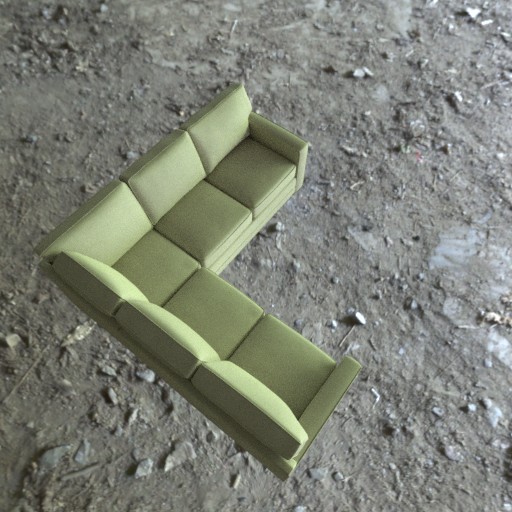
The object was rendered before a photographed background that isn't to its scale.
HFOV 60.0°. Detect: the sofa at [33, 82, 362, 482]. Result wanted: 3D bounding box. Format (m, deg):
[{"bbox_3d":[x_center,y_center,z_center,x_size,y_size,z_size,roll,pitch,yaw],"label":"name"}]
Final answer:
[{"bbox_3d":[0.000,0.000,3.388,2.182,0.939,2.189,34,66,18],"label":"sofa"}]
